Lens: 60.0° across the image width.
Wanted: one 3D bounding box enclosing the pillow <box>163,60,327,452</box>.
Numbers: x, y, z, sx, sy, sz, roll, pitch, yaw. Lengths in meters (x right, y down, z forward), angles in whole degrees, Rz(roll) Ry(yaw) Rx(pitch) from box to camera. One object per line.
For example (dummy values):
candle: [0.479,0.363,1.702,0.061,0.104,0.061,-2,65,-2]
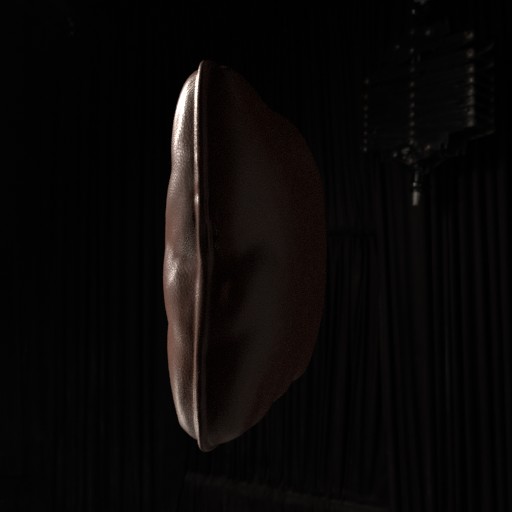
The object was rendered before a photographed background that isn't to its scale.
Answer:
pillow: [0.000,0.000,0.803,0.236,0.523,0.532,0,1,17]
